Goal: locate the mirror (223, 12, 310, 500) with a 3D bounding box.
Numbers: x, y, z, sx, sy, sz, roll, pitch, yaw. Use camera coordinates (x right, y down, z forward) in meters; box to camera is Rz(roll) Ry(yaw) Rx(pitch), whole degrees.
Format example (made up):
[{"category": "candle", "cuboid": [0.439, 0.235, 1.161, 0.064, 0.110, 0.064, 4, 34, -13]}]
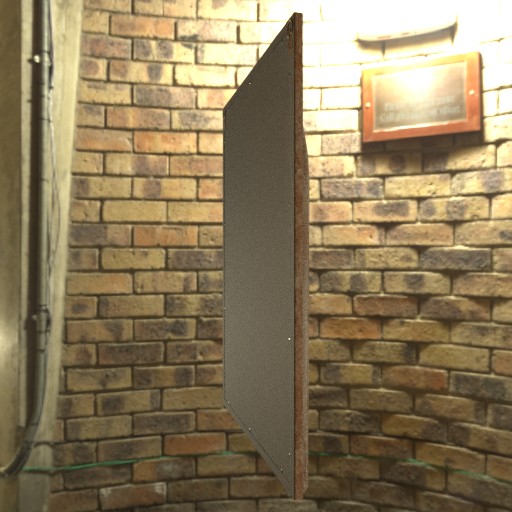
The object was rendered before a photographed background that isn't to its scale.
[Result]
[{"category": "mirror", "cuboid": [0.000, 0.000, 0.951, 0.058, 0.787, 0.495, 0, 0, -18]}]
